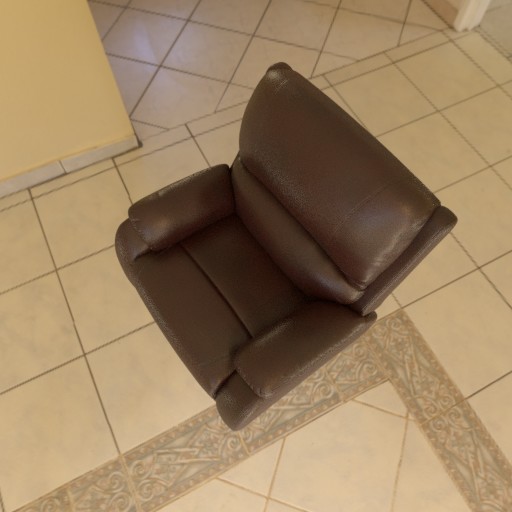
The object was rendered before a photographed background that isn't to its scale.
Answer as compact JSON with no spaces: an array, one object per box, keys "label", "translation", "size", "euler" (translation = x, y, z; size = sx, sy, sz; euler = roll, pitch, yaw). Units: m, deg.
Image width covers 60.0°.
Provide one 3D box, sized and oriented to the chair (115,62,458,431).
[{"label":"chair","translation":[0.000,0.000,1.718],"size":[0.899,1.011,0.930],"euler":[-34,68,-16]}]
